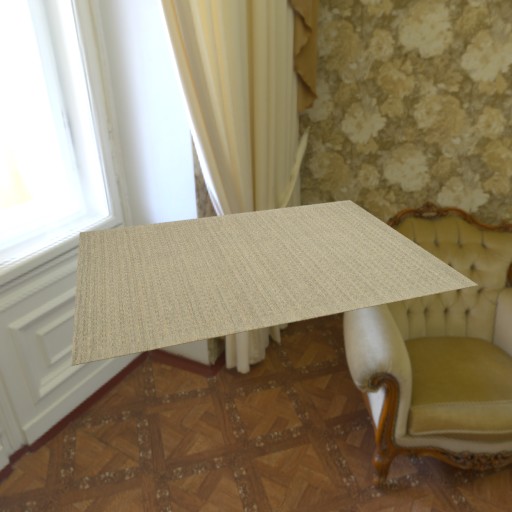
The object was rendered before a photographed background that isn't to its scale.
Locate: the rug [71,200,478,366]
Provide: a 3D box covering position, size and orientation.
[{"bbox_3d":[0.000,0.000,3.797,2.895,0.006,1.981,-8,28,-16],"label":"rug"}]
